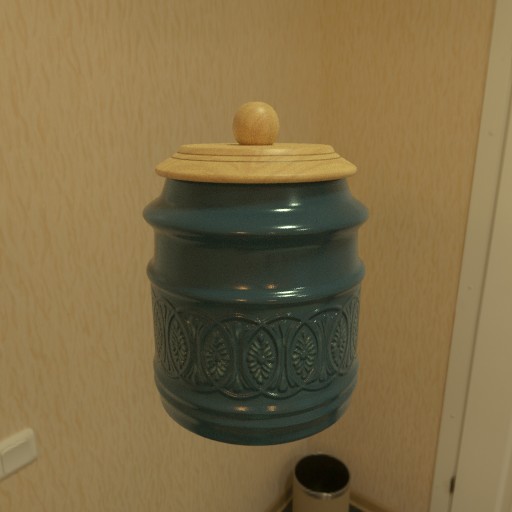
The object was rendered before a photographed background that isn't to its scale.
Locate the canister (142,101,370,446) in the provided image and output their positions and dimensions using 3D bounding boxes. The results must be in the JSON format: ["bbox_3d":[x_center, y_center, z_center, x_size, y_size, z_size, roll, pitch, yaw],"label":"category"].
[{"bbox_3d":[0.000,0.000,0.268,0.130,0.176,0.130,0,16,0],"label":"canister"}]
